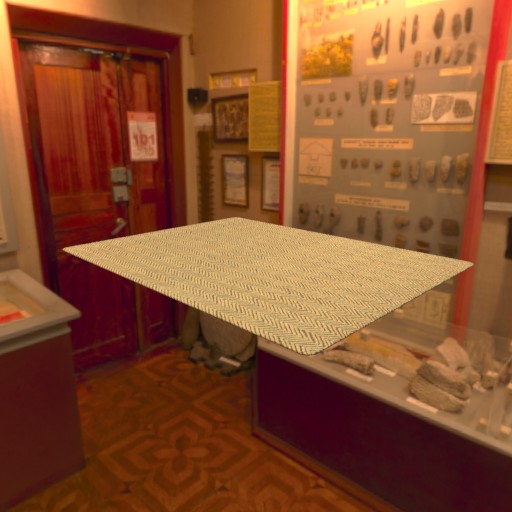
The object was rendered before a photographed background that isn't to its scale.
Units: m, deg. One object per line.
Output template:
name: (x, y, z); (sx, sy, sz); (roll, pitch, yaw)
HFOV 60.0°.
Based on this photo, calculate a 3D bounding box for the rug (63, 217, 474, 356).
rug: (0.000, 0.000, 4.276); (3.207, 0.014, 2.439); (15, 22, 43)
